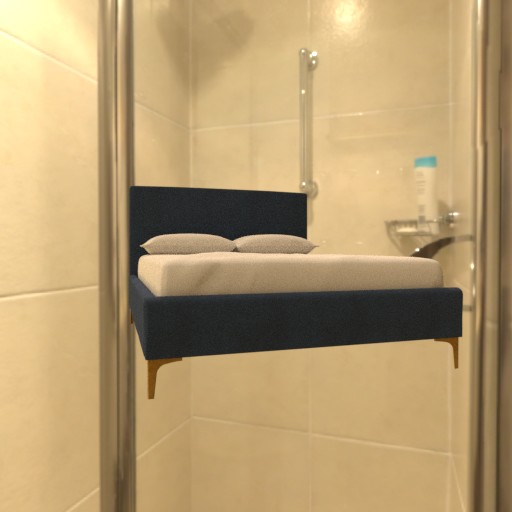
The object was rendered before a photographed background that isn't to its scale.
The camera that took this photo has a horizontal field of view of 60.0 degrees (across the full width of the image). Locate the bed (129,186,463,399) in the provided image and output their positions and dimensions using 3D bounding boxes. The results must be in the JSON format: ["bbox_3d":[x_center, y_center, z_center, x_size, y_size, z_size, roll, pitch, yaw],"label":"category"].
[{"bbox_3d":[0.000,0.000,3.213,1.723,1.231,2.172,0,1,-18],"label":"bed"}]
